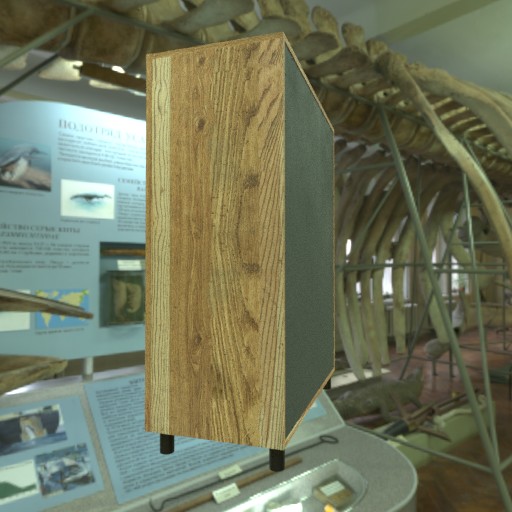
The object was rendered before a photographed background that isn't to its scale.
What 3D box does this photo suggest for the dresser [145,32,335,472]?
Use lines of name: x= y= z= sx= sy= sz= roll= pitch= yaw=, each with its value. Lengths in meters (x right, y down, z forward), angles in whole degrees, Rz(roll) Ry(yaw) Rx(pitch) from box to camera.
dresser: x=0.000 y=0.000 z=1.766 sx=0.480 sy=1.243 sz=0.966 roll=0 pitch=-1 yaw=18
